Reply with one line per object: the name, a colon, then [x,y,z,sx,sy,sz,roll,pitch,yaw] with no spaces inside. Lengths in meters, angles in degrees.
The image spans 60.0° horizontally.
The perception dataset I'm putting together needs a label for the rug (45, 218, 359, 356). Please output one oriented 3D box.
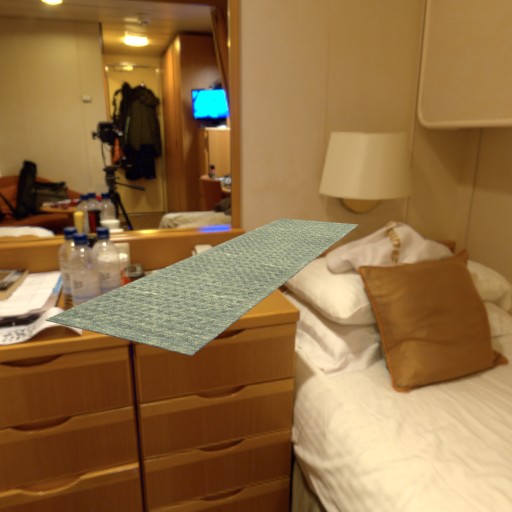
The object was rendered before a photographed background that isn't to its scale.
rug: [0.000,0.000,2.672,0.688,0.008,2.443,7,17,24]
